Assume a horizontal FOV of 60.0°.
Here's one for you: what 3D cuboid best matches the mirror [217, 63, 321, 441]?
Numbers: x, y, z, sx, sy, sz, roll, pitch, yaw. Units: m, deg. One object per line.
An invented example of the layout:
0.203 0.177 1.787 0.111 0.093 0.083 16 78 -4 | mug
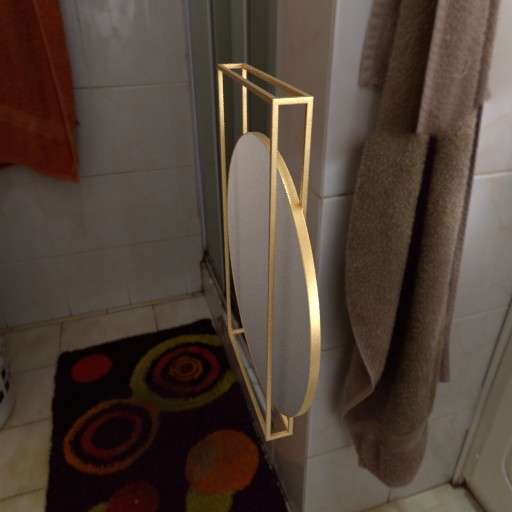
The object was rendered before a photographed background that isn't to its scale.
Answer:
0.000 0.000 0.798 0.051 0.603 0.508 -8 31 -14 | mirror
